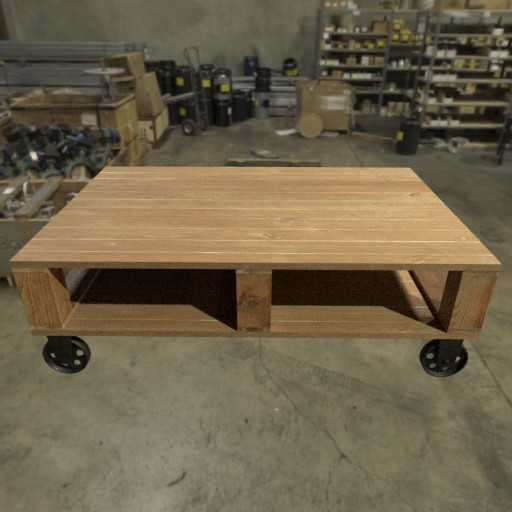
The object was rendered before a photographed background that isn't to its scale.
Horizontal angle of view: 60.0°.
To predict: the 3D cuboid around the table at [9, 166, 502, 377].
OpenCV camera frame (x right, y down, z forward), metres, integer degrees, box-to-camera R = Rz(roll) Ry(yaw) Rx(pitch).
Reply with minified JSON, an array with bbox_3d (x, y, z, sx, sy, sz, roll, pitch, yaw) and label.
[{"bbox_3d":[0.000,0.000,1.629,1.299,0.413,0.827,0,29,1],"label":"table"}]
